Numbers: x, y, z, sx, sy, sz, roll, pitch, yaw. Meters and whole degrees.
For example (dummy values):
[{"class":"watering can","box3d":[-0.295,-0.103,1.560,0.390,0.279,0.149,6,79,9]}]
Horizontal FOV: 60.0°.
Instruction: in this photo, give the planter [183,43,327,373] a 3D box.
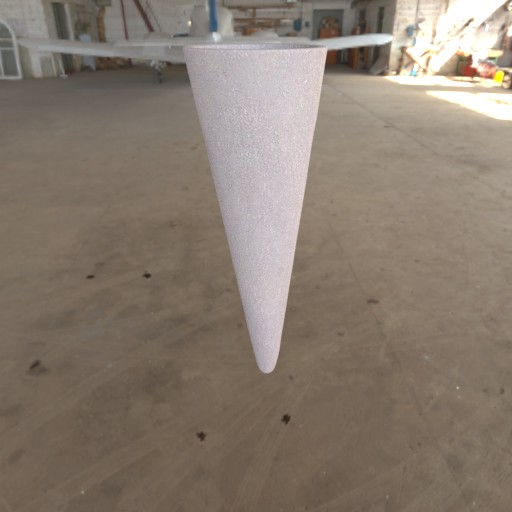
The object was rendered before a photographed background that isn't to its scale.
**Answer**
[{"class":"planter","box3d":[0.000,0.000,0.302,0.078,0.259,0.087,8,28,15]}]
